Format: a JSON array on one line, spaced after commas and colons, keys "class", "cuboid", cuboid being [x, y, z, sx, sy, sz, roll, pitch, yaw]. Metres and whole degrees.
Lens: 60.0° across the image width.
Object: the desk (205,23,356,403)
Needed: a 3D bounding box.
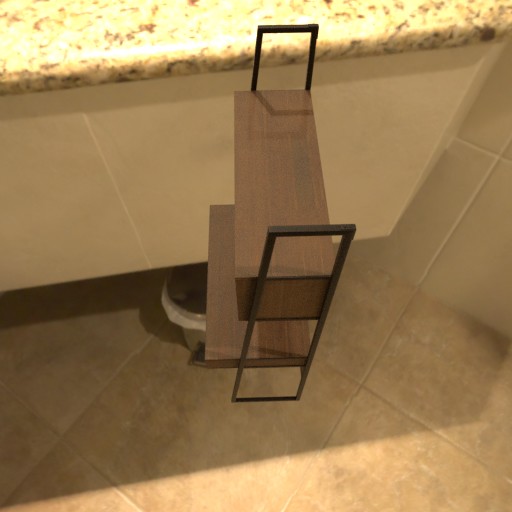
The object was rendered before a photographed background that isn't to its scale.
[{"class": "desk", "cuboid": [0.000, 0.000, 2.215, 0.515, 1.809, 0.982, -1, 58, -1]}]
